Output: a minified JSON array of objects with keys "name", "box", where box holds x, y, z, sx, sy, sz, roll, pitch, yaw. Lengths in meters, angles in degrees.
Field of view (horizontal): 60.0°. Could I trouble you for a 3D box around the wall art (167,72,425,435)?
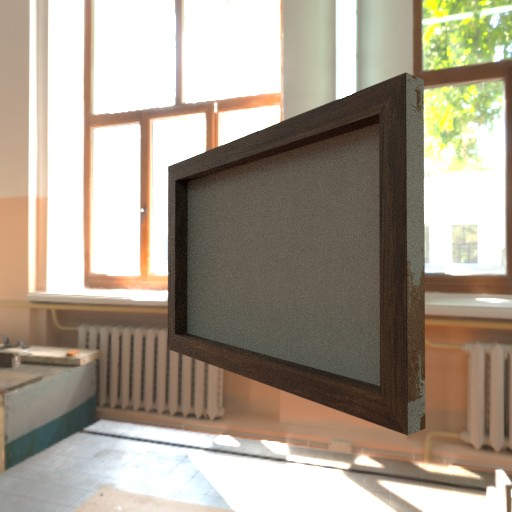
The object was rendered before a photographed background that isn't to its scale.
[{"name":"wall art","box":[0.000,0.000,0.748,0.035,0.405,0.609,1,-1,-37]}]
